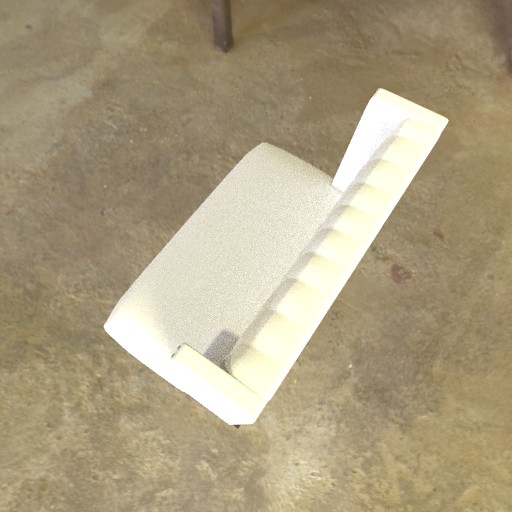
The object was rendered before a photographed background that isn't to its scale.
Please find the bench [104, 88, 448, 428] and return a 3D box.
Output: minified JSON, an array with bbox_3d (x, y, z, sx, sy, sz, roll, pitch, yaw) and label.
[{"bbox_3d":[0.000,0.000,1.980,0.847,1.123,1.280,32,68,14],"label":"bench"}]
